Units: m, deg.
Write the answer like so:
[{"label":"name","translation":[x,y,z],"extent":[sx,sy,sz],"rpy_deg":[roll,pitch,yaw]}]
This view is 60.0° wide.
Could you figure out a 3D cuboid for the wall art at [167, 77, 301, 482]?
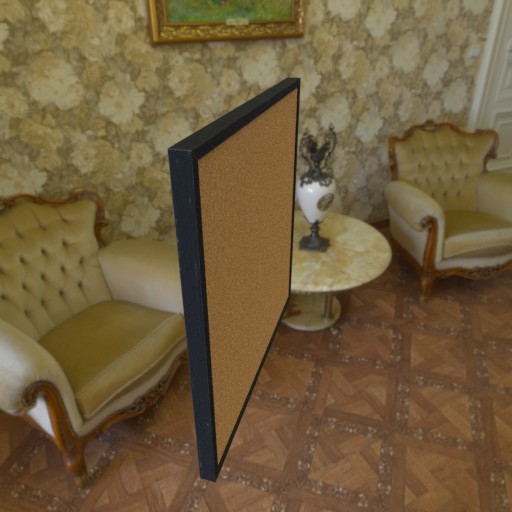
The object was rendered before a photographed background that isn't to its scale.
[{"label":"wall art","translation":[0.000,0.000,1.137],"extent":[0.037,0.761,0.761],"rpy_deg":[8,31,15]}]
